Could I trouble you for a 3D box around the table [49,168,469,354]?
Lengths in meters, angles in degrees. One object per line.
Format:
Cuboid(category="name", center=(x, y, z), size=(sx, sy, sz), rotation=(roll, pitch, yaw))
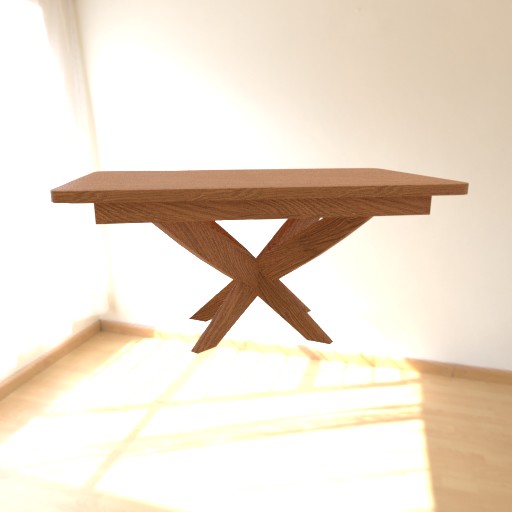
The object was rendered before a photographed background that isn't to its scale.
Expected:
Cuboid(category="table", center=(0.000, 0.000, 2.170), size=(1.600, 0.770, 0.950), rotation=(-2, 15, -9))
